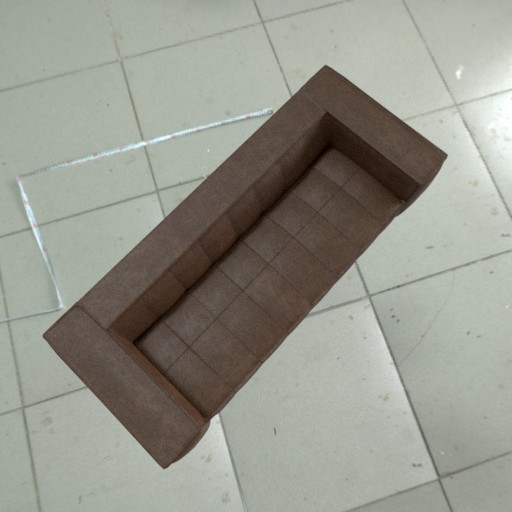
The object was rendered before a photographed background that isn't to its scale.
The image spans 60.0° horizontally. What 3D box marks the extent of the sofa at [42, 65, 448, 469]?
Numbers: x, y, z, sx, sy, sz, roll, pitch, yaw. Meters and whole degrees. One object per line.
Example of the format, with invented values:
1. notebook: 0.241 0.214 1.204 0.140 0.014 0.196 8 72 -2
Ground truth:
1. sofa: 0.000 0.000 3.027 1.102 0.701 2.581 42 79 10
